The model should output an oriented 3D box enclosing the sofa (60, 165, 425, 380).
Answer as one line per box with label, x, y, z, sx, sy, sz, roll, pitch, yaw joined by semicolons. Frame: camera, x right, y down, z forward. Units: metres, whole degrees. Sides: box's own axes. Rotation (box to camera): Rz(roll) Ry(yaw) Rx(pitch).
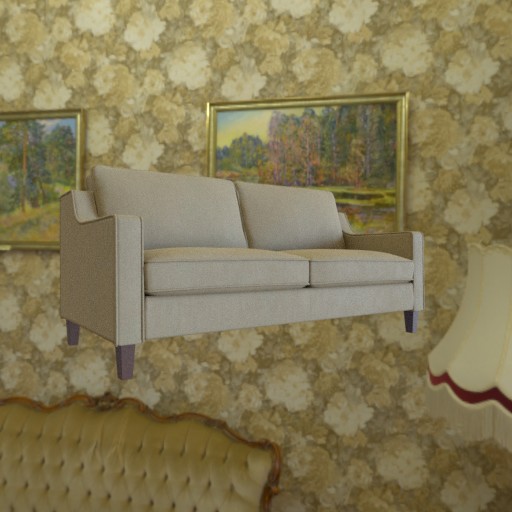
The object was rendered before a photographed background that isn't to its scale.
sofa;0.000;0.000;2.887;2.178;1.071;1.066;0;0;-36
